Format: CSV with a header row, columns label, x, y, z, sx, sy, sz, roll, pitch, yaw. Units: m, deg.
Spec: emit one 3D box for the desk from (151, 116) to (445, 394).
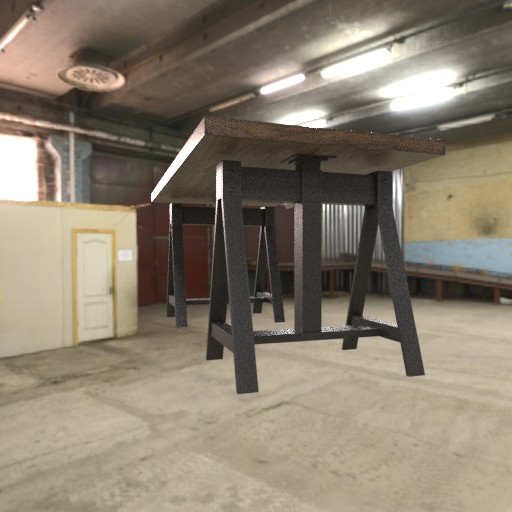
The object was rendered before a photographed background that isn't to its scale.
label,x,y,z,sx,sy,sz,roll,pitch,yaw
desk,0.000,0.000,1.992,0.784,0.725,1.543,0,0,-18
